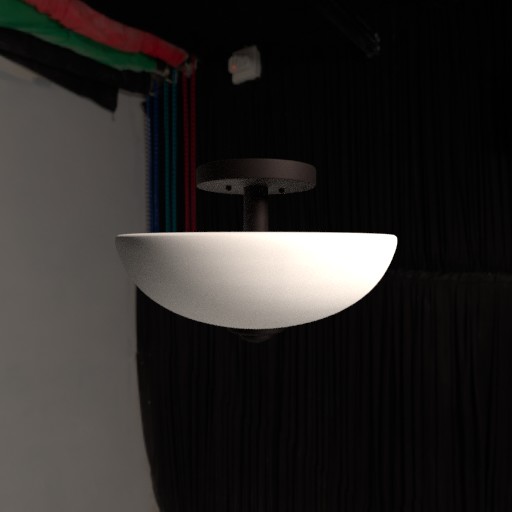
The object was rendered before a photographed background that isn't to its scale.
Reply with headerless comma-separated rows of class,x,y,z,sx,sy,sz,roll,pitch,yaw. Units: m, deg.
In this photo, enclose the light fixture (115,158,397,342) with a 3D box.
light fixture,0.000,0.000,0.546,0.331,0.212,0.331,0,1,0
